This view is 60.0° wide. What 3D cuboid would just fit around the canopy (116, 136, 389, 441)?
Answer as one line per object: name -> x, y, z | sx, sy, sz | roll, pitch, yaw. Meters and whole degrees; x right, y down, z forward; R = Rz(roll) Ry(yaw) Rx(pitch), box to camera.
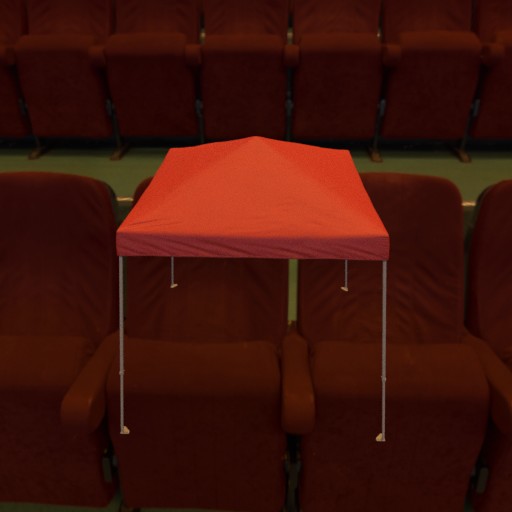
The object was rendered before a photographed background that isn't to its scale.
canopy -> 0.000, 0.000, 6.648 | 3.600, 3.600, 3.599 | 1, 31, 2
